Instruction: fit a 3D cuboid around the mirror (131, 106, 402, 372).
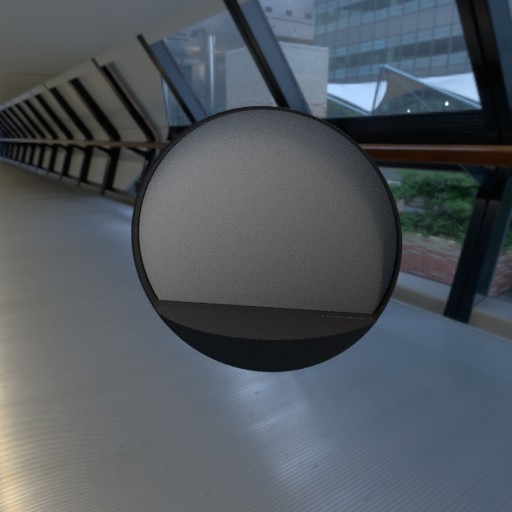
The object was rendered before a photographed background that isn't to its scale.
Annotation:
[{"bbox_3d":[0.000,0.000,0.705,0.457,0.457,0.133,3,16,9],"label":"mirror"}]
